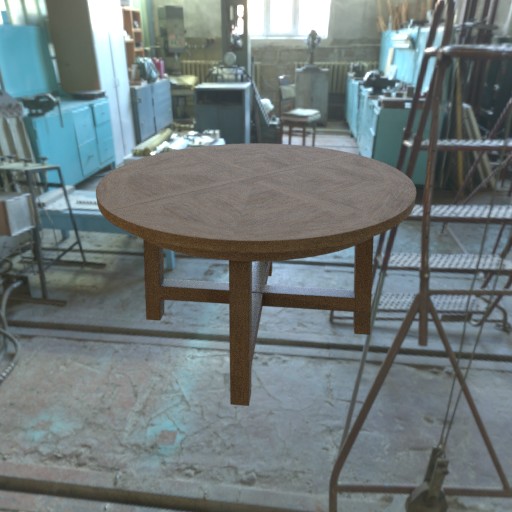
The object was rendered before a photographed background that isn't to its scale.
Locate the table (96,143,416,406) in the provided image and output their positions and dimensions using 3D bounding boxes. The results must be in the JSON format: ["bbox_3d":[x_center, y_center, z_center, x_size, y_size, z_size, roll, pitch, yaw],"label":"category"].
[{"bbox_3d":[0.000,0.000,2.086,1.319,0.762,1.319,0,27,0],"label":"table"}]
